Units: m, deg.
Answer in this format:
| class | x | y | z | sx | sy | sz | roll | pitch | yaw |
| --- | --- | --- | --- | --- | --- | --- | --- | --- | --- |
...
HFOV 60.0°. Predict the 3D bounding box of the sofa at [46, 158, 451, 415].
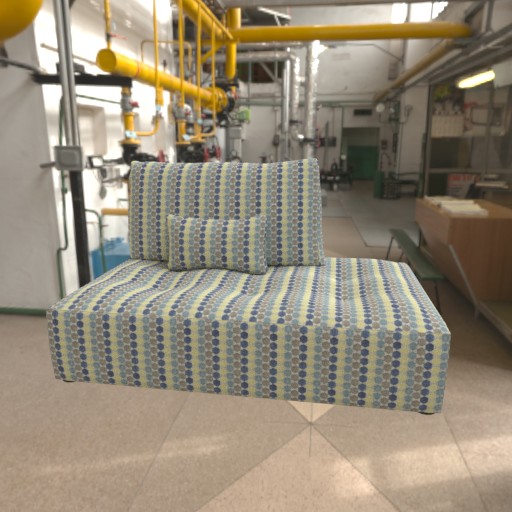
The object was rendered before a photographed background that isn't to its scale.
| class | x | y | z | sx | sy | sz | roll | pitch | yaw |
| --- | --- | --- | --- | --- | --- | --- | --- | --- | --- |
| sofa | 0.000 | 0.000 | 1.962 | 1.450 | 0.820 | 1.000 | 2 | 15 | 9 |
